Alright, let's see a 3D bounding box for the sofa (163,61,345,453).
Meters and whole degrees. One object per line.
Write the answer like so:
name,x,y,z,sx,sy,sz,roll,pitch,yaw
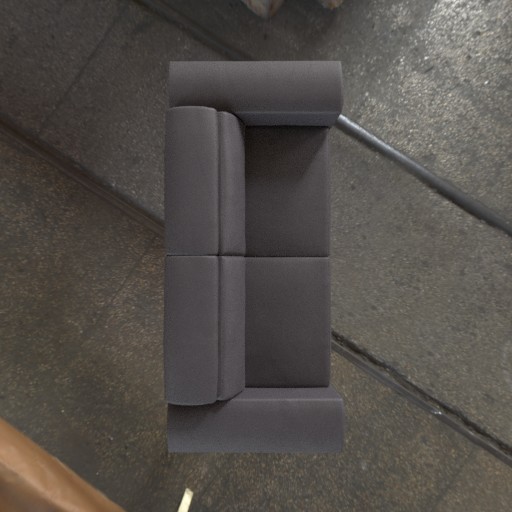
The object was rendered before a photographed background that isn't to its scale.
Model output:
sofa,0.000,0.000,2.842,1.048,0.814,2.330,0,89,0
